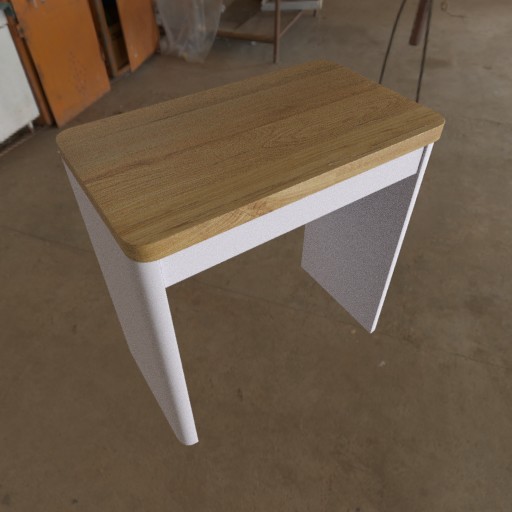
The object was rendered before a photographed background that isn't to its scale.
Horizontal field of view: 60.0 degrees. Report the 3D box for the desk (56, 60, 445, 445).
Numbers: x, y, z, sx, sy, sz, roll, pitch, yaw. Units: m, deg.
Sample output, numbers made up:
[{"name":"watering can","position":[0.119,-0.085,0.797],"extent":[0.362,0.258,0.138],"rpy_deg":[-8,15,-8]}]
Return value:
[{"name":"desk","position":[0.000,0.000,1.241],"extent":[0.760,0.790,0.440],"rpy_deg":[-25,50,-23]}]
